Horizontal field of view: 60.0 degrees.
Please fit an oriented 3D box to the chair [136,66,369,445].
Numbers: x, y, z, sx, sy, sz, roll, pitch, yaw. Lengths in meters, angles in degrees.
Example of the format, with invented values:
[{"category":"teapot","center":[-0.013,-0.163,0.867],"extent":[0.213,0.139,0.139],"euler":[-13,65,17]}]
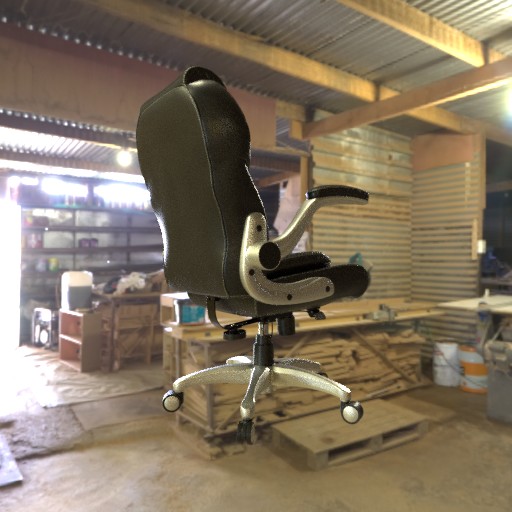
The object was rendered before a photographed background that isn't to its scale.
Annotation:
[{"category":"chair","center":[0.000,0.000,1.678],"extent":[0.801,1.141,0.724],"euler":[0,0,-35]}]
